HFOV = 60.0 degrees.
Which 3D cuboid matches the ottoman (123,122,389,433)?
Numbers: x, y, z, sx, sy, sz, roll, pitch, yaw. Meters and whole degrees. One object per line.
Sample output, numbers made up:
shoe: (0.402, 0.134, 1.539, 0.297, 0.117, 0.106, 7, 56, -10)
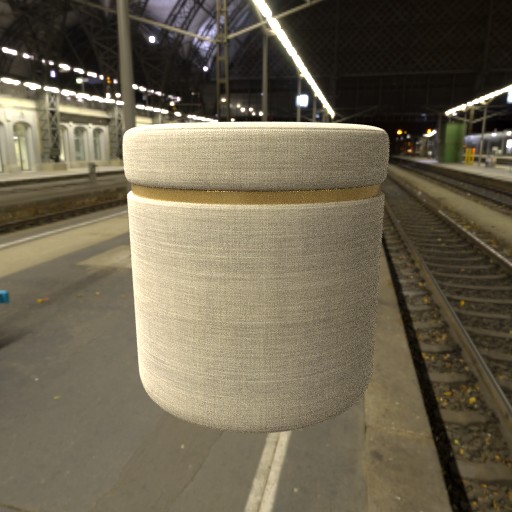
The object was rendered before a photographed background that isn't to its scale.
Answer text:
ottoman: (0.000, 0.000, 0.733, 0.400, 0.406, 0.400, 0, 14, 0)
